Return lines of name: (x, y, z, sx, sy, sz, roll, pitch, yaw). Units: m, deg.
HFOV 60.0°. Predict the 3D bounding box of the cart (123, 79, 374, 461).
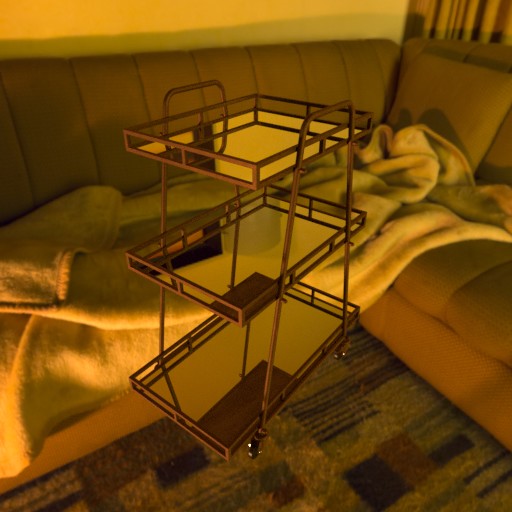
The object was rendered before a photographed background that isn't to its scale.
cart: (0.000, 0.000, 1.259, 0.441, 0.883, 0.711, 22, 38, 31)
